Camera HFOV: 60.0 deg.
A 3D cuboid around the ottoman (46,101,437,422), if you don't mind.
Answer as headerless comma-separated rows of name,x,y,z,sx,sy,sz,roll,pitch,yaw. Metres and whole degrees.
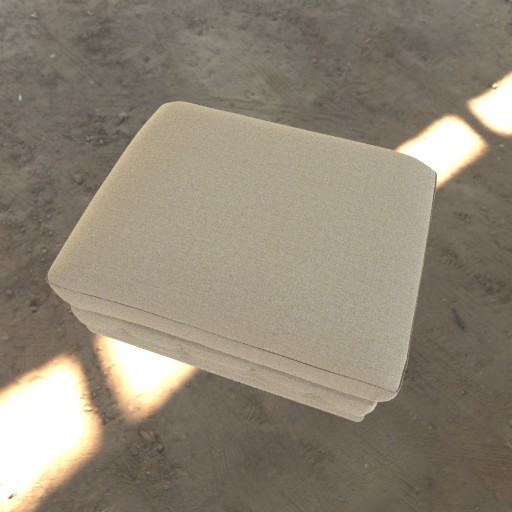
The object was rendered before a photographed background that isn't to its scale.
ottoman,0.000,0.000,1.031,0.684,0.463,0.541,17,61,10
